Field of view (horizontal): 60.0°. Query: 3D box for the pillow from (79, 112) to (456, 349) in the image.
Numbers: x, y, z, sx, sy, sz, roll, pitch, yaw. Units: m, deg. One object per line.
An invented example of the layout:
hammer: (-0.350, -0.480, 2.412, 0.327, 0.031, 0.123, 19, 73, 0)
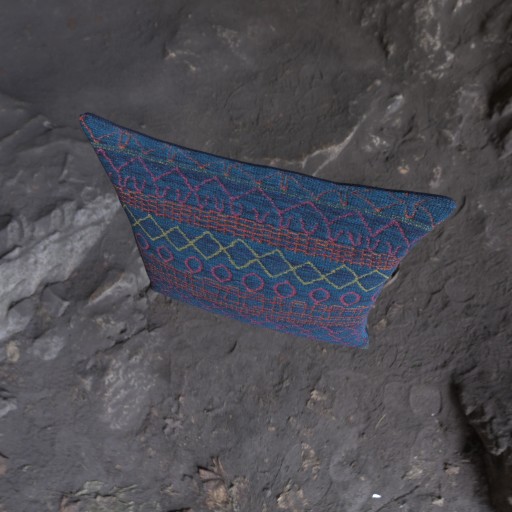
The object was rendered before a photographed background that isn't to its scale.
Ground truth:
pillow: (0.000, 0.000, 0.661, 0.431, 0.431, 0.141, 15, 59, 9)
